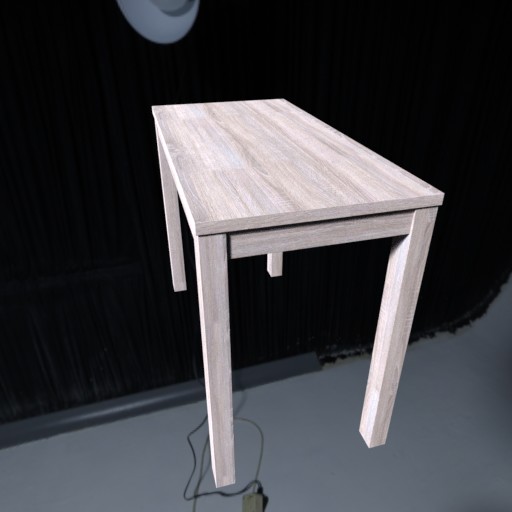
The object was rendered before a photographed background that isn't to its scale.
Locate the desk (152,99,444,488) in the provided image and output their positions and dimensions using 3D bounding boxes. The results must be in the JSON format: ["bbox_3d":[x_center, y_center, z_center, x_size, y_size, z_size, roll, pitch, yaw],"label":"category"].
[{"bbox_3d":[0.000,0.000,1.420,0.495,0.762,0.991,-8,31,-13],"label":"desk"}]
